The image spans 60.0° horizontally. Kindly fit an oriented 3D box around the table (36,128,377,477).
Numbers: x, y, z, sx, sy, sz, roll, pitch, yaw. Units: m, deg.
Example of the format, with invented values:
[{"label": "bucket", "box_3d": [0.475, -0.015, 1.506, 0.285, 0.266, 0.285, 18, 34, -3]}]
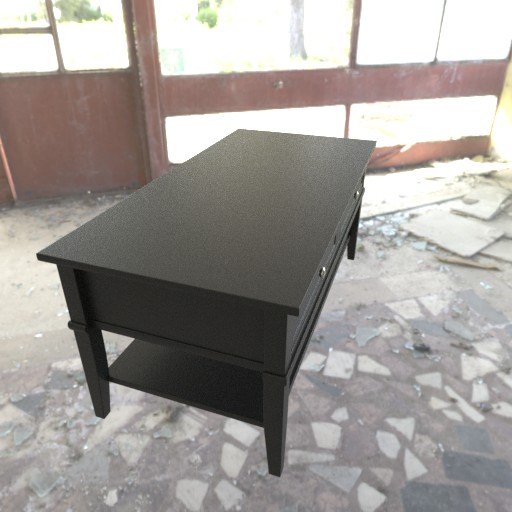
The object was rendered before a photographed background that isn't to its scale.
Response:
[{"label": "table", "box_3d": [0.000, 0.000, 1.316, 0.523, 0.470, 1.044, 10, 31, 17]}]
